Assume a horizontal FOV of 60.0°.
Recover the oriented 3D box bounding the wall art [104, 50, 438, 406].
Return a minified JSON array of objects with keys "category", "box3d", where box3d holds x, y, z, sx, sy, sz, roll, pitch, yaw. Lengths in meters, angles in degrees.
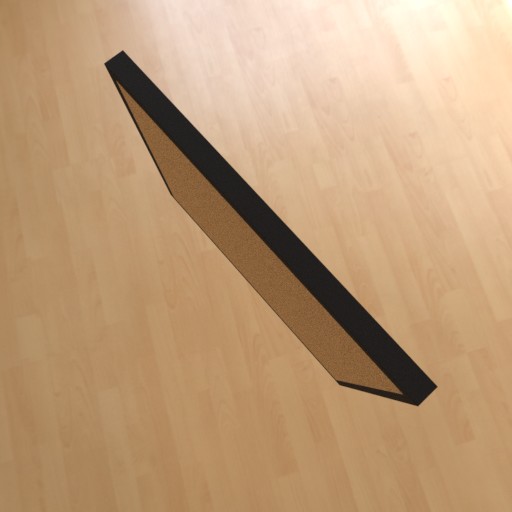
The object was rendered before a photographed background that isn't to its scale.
[{"category":"wall art","box3d":[0.000,0.000,0.741,0.030,0.454,0.554,-40,80,-9]}]
